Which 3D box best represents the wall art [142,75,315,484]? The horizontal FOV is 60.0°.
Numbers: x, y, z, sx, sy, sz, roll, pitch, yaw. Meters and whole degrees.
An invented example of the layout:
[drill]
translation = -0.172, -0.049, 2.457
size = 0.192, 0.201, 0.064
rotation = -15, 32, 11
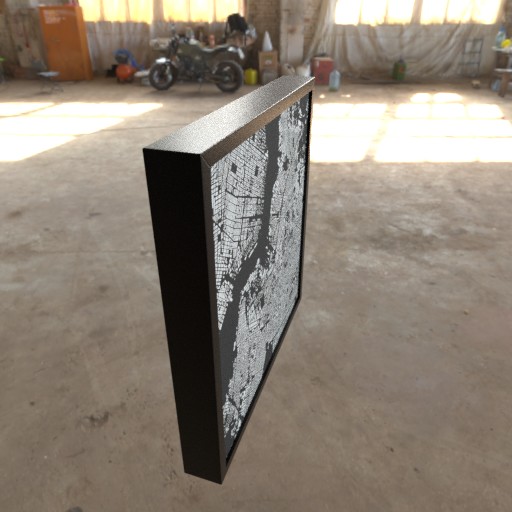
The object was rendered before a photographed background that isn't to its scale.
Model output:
[wall art]
translation = 0.000, 0.000, 0.446
size = 0.037, 0.299, 0.299
rotation = 10, 31, 16
